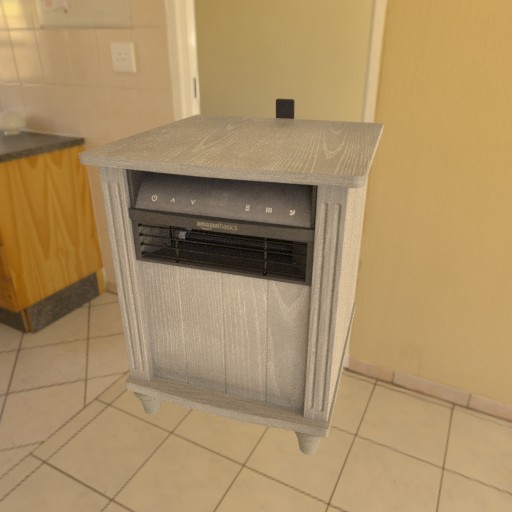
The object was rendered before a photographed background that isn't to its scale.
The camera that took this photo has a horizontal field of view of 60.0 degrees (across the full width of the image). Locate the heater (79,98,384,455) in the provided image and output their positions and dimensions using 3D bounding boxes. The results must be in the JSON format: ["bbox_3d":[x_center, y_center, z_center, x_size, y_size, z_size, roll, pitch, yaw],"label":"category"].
[{"bbox_3d":[0.000,0.000,0.769,0.362,0.481,0.400,8,27,16],"label":"heater"}]
